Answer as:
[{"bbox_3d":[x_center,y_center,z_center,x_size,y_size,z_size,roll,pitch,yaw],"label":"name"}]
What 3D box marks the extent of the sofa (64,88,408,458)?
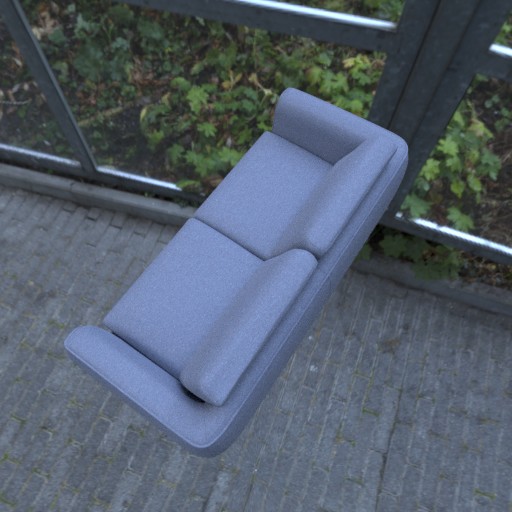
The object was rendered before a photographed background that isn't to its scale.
[{"bbox_3d":[0.000,0.000,2.511,0.920,0.870,2.000,31,68,14],"label":"sofa"}]
